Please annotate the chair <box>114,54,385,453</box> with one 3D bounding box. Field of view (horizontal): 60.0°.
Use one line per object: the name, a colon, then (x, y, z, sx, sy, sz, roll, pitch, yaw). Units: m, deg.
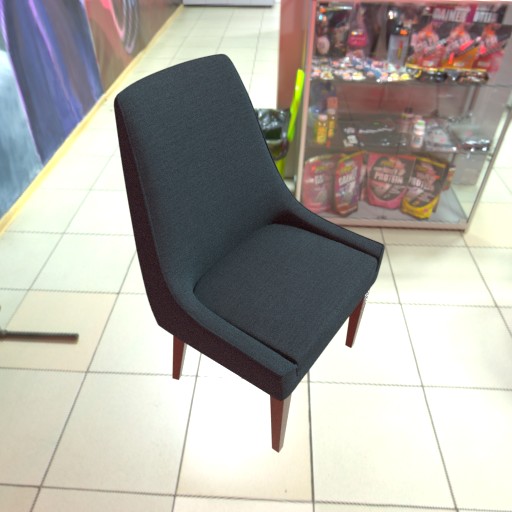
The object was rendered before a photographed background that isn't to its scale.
chair: (0.000, 0.000, 1.167, 0.544, 0.861, 0.529, 25, 47, 26)
